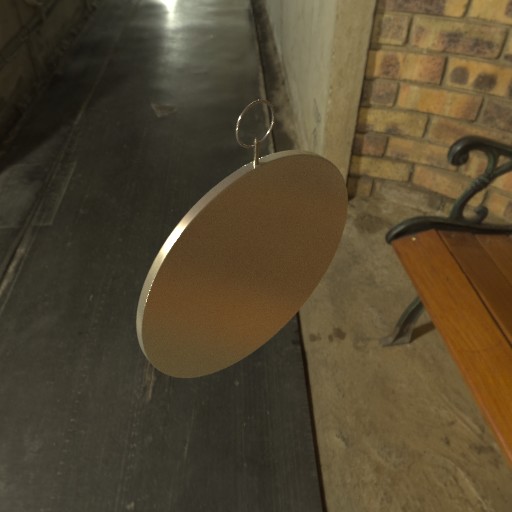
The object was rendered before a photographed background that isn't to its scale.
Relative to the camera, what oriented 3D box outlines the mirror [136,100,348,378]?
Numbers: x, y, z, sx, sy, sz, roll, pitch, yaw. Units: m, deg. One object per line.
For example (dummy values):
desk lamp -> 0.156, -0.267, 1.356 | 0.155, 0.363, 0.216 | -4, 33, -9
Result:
mirror -> 0.000, 0.000, 0.967 | 0.594, 0.713, 0.020 | -32, 54, -27
